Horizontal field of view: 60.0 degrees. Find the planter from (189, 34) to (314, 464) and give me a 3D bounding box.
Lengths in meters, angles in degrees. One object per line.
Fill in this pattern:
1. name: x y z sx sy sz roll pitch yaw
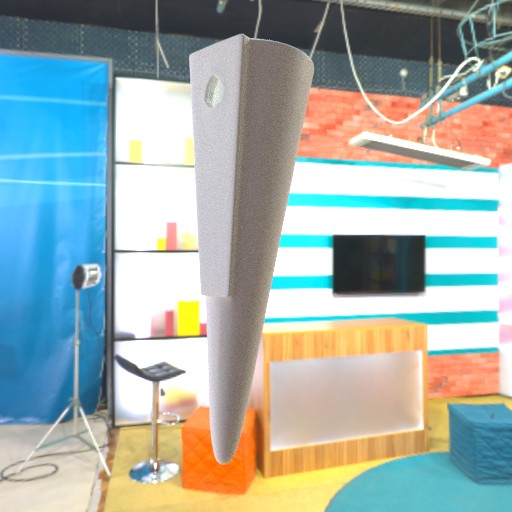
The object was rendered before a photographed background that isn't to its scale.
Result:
1. planter: 0.000 0.000 0.226 0.057 0.193 0.064 -1 -1 37
